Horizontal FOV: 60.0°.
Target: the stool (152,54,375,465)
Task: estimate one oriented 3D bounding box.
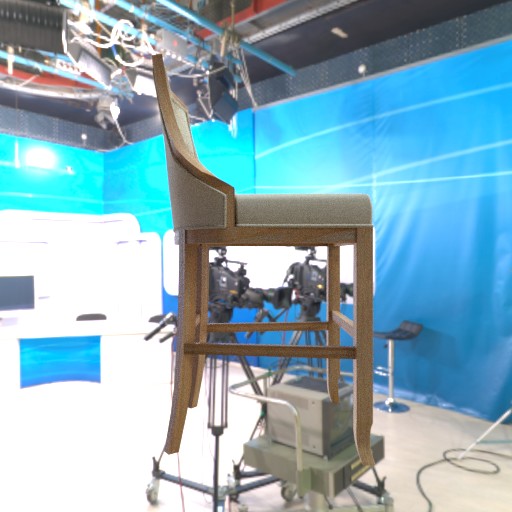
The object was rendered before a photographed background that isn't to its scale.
[{"bbox_3d":[0.000,0.000,1.420,0.626,1.101,0.524,0,0,0],"label":"stool"}]
